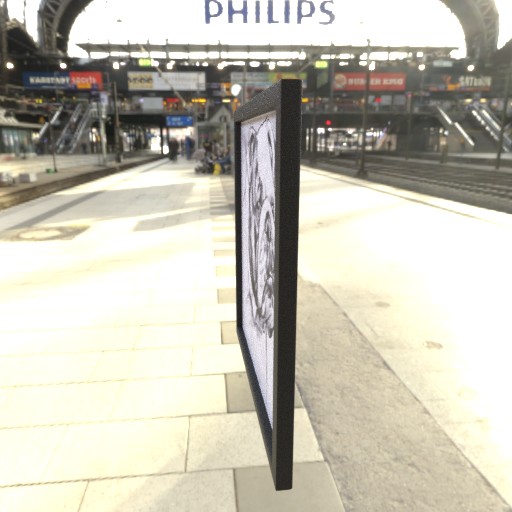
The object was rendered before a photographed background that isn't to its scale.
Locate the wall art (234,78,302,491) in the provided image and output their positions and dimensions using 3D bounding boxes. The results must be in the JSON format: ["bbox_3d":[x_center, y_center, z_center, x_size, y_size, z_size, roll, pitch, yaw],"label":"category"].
[{"bbox_3d":[0.000,0.000,0.682,0.022,0.453,0.456,-2,15,-8],"label":"wall art"}]
